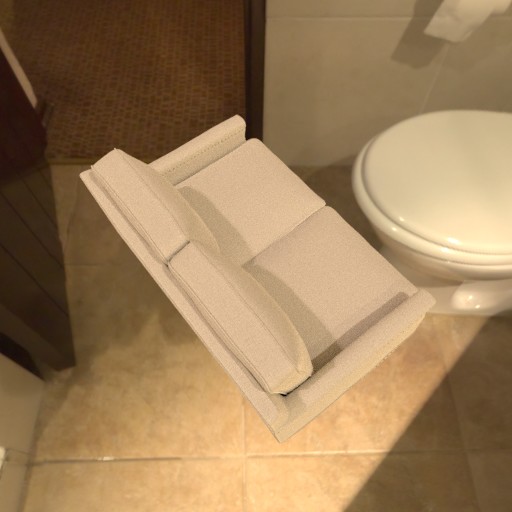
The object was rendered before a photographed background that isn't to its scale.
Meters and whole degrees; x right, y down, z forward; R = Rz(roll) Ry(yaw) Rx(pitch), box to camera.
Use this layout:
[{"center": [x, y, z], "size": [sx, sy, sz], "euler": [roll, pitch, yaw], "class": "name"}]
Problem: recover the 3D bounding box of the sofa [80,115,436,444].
[{"center": [0.000, 0.000, 2.366], "size": [1.084, 1.003, 1.597], "euler": [-34, 66, -18], "class": "sofa"}]
